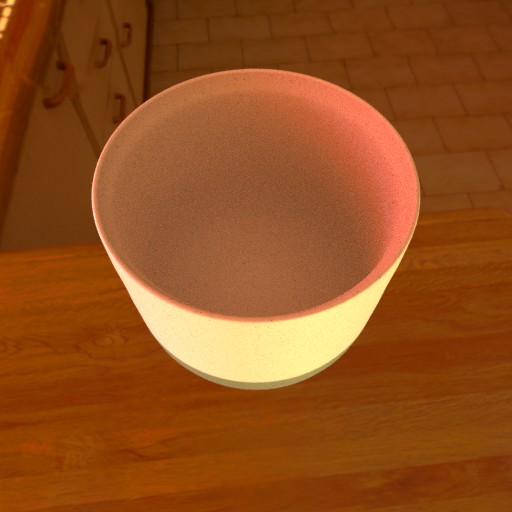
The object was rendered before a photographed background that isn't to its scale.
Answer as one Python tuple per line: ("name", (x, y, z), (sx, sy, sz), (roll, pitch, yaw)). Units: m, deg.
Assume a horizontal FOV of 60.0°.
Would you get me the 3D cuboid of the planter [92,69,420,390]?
("planter", (0.000, 0.000, 0.479), (0.268, 0.270, 0.268), (0, 59, 0))
